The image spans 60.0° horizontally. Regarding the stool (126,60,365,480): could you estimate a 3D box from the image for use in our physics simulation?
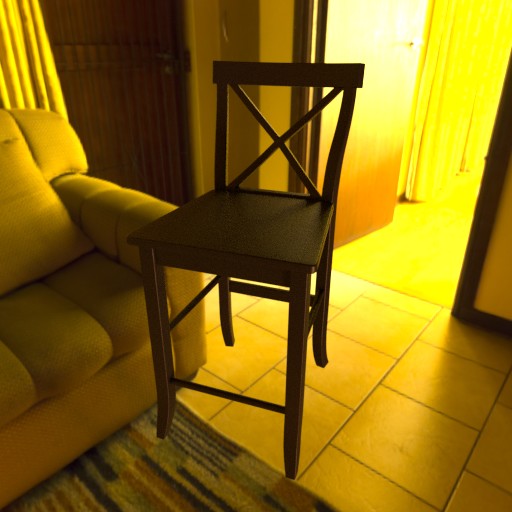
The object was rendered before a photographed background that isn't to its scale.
[{"bbox_3d":[0.000,0.000,1.250,0.452,0.989,0.559,9,27,18],"label":"stool"}]
